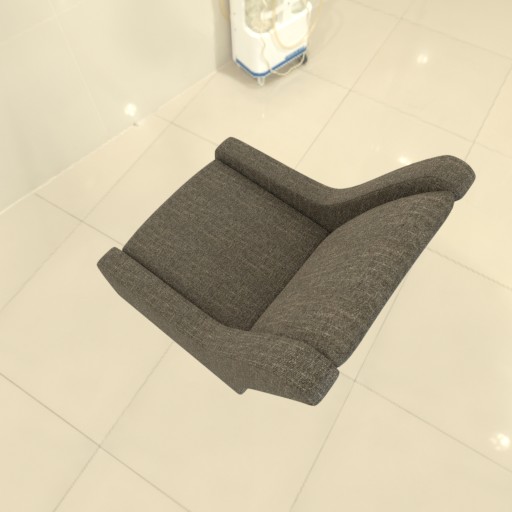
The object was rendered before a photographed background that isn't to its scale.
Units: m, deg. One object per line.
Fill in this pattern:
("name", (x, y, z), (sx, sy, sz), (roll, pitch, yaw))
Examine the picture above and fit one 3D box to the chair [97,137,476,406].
("chair", (0.000, 0.000, 1.637), (0.944, 1.012, 0.793), (35, 69, 16))
